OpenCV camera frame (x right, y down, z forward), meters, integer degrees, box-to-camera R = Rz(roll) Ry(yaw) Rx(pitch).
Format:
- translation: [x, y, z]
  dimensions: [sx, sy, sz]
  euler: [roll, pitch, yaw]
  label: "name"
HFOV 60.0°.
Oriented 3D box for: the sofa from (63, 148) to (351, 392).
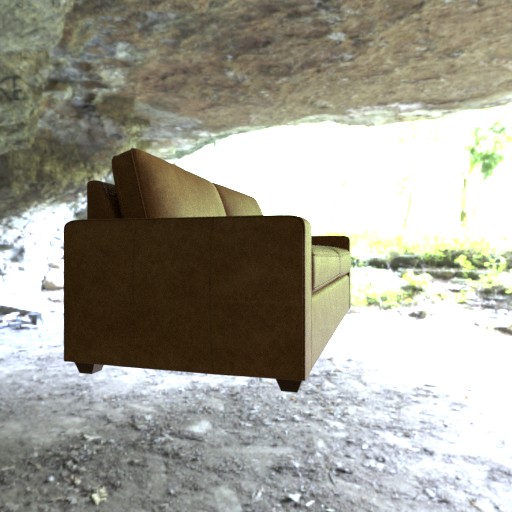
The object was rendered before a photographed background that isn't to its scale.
- translation: [0.000, 0.000, 2.622]
  dimensions: [0.991, 0.928, 2.156]
  euler: [0, 1, 16]
  label: "sofa"
